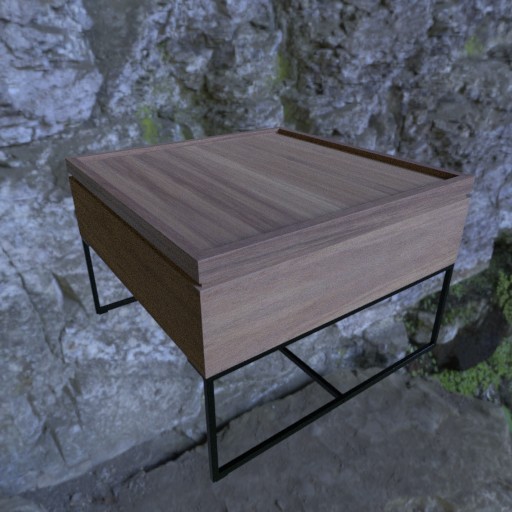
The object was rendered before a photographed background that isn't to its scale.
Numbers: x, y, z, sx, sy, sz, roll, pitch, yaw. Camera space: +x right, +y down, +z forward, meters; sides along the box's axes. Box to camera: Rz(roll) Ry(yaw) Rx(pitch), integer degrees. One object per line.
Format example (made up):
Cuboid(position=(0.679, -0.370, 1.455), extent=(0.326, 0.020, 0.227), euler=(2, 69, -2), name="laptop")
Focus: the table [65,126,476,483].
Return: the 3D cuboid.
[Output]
Cuboid(position=(0.000, 0.000, 1.126), extent=(0.676, 0.464, 0.679), euler=(-18, 32, -31), name="table")
